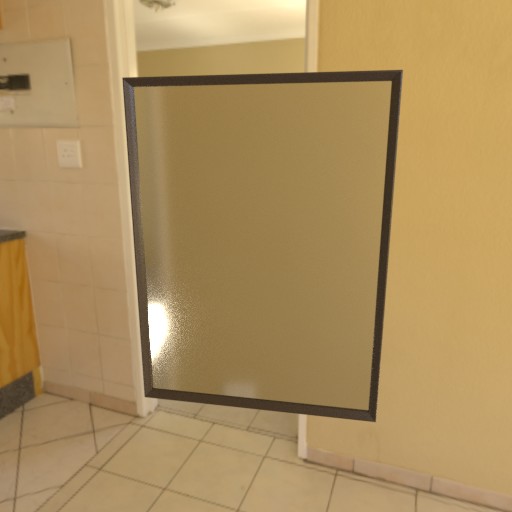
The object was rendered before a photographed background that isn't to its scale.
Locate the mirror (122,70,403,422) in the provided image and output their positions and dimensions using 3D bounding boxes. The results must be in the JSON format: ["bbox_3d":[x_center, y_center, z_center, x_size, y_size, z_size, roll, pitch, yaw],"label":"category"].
[{"bbox_3d":[0.000,0.000,1.331,0.762,1.016,0.041,3,15,10],"label":"mirror"}]
